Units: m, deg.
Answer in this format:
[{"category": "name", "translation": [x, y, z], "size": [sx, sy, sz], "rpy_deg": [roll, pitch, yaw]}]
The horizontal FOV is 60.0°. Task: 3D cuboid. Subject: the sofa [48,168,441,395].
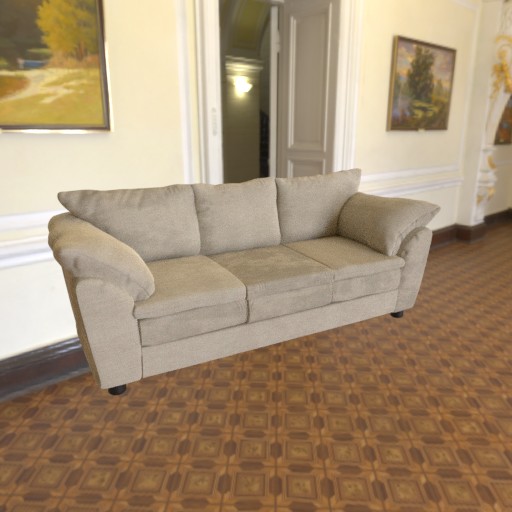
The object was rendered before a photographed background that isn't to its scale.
[{"category": "sofa", "translation": [0.000, 0.000, 2.824], "size": [2.377, 0.981, 0.893], "rpy_deg": [-9, 18, -28]}]
